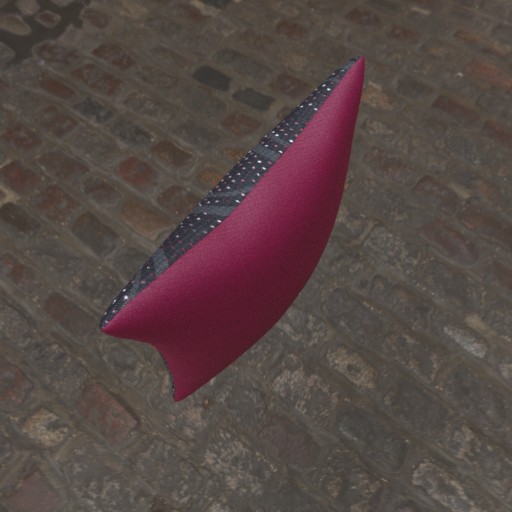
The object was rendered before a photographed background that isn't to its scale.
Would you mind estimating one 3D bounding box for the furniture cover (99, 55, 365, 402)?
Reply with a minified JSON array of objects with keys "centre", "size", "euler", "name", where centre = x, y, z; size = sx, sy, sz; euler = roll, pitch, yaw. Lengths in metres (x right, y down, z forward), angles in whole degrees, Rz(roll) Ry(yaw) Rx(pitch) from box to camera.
[{"centre":[0.000,0.000,0.804],"size":[0.193,0.509,0.552],"euler":[34,68,16],"name":"furniture cover"}]
